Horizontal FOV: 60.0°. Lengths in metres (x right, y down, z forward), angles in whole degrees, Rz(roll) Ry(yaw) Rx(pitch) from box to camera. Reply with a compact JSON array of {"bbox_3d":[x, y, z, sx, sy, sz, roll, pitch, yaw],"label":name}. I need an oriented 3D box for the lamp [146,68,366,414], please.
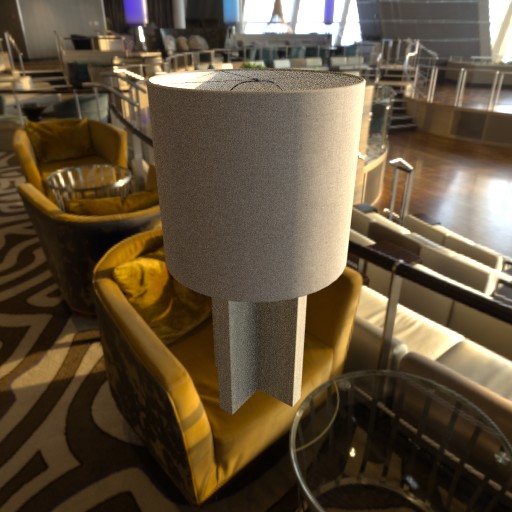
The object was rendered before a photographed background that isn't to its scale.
[{"bbox_3d":[0.000,0.000,0.570,0.229,0.428,0.229,18,33,31],"label":"lamp"}]
